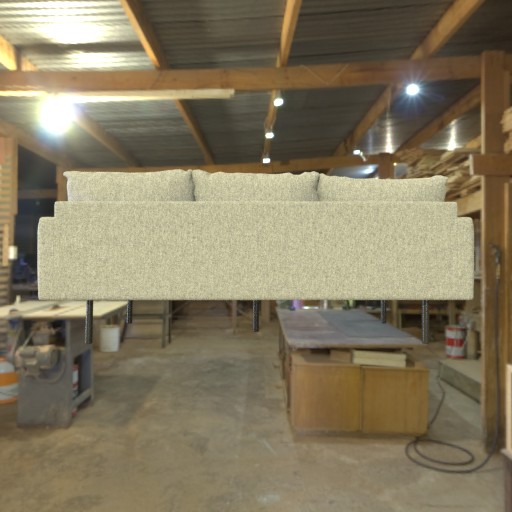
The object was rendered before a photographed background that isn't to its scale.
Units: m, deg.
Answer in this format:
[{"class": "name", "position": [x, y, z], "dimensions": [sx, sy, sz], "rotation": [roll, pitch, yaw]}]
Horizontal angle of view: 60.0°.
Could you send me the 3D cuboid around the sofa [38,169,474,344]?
[{"class": "sofa", "position": [0.000, 0.000, 2.439], "dimensions": [2.000, 0.830, 0.850], "rotation": [0, -1, 0]}]
